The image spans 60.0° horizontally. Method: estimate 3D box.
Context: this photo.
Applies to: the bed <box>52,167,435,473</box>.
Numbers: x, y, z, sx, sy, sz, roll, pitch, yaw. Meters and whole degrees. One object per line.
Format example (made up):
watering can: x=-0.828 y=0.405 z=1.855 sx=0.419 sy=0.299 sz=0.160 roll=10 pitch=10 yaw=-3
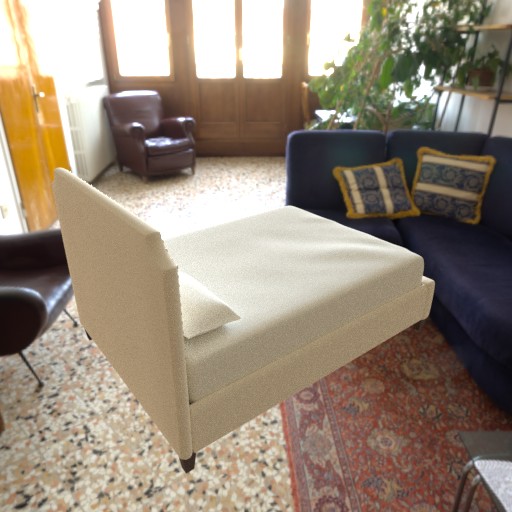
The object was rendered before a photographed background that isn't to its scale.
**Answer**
bed: x=0.000 y=0.000 z=3.382 sx=2.365 sy=1.443 sz=1.712 roll=-19 pitch=31 yaw=-34
